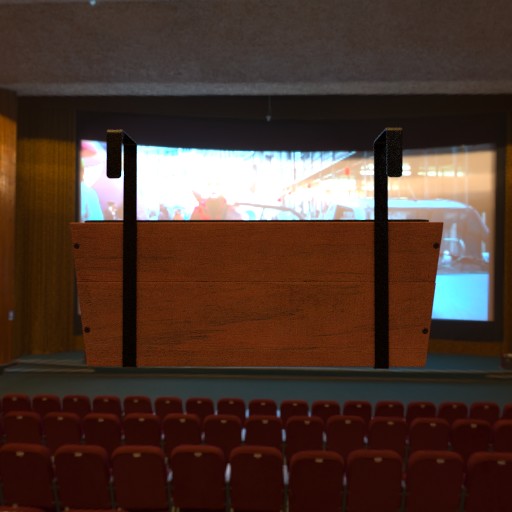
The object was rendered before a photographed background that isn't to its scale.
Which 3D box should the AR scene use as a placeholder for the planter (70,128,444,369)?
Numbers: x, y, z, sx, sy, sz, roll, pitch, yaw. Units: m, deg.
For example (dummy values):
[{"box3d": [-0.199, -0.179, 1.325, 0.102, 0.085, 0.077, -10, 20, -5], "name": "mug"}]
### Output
[{"box3d": [0.000, 0.000, 0.635, 0.480, 0.289, 0.262, 0, -1, 1], "name": "planter"}]
